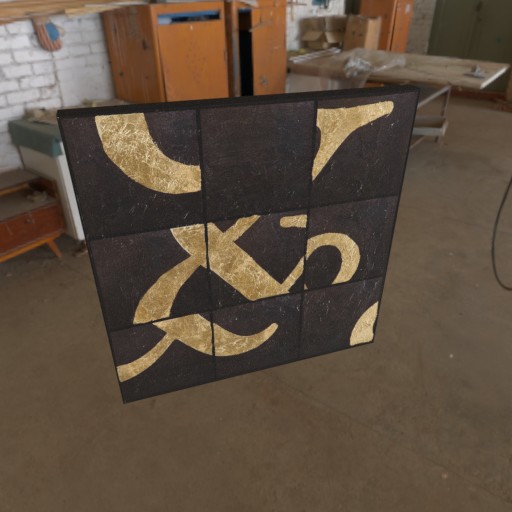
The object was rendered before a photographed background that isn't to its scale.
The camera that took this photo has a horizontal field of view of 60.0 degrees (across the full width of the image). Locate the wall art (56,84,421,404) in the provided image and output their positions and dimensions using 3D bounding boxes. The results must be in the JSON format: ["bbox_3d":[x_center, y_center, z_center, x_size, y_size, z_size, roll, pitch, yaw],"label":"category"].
[{"bbox_3d":[0.000,0.000,1.101,0.758,0.758,0.044,-10,33,-15],"label":"wall art"}]
